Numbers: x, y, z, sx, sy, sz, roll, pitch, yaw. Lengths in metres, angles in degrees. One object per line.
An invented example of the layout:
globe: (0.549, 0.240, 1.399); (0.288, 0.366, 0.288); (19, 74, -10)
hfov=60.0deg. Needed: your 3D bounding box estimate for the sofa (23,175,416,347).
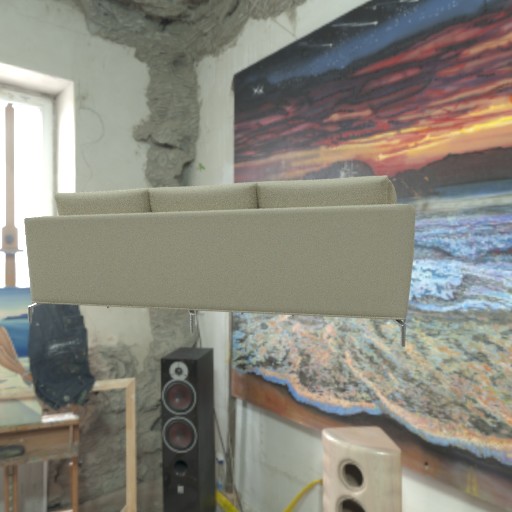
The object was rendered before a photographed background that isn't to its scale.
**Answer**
sofa: (0.000, 0.000, 3.657); (2.448, 0.867, 2.430); (0, 0, 19)
